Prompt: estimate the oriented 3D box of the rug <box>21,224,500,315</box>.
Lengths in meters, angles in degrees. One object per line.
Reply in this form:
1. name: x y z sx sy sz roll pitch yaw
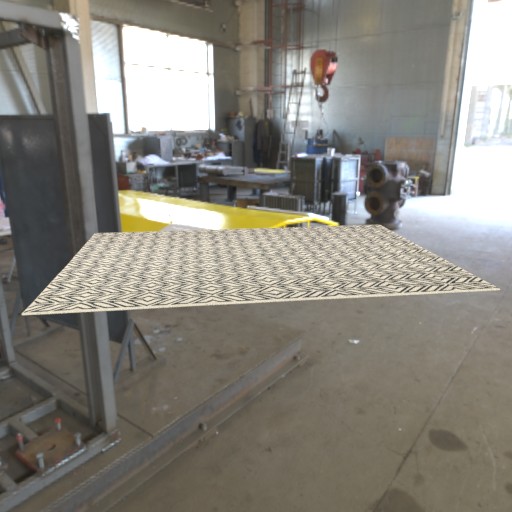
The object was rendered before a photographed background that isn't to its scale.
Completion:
1. rug: 0.000 0.000 2.250 1.828 0.007 1.220 -2 17 -7
